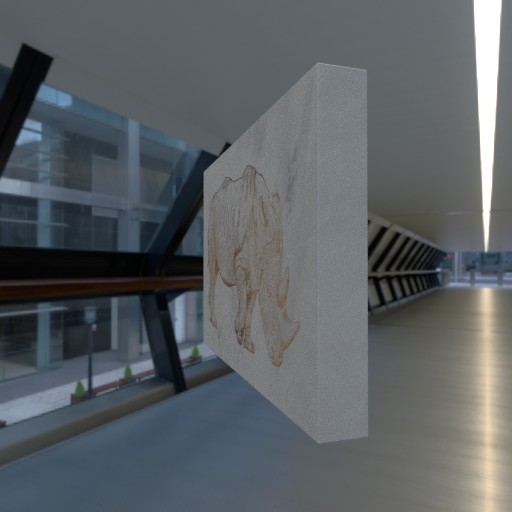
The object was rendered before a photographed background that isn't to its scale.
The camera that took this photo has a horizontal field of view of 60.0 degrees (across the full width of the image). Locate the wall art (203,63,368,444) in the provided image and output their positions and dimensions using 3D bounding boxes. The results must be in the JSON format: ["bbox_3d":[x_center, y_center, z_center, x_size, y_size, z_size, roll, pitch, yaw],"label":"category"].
[{"bbox_3d":[0.000,0.000,0.482,0.038,0.254,0.381,0,-1,-18],"label":"wall art"}]
